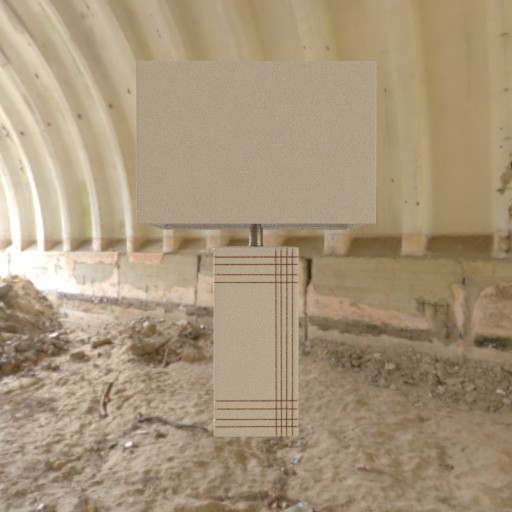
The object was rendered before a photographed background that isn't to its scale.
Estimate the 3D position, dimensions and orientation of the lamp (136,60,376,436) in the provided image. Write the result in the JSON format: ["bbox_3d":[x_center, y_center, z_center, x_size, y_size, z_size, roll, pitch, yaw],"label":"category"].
[{"bbox_3d":[0.000,0.000,0.706,0.334,0.543,0.182,0,1,0],"label":"lamp"}]
